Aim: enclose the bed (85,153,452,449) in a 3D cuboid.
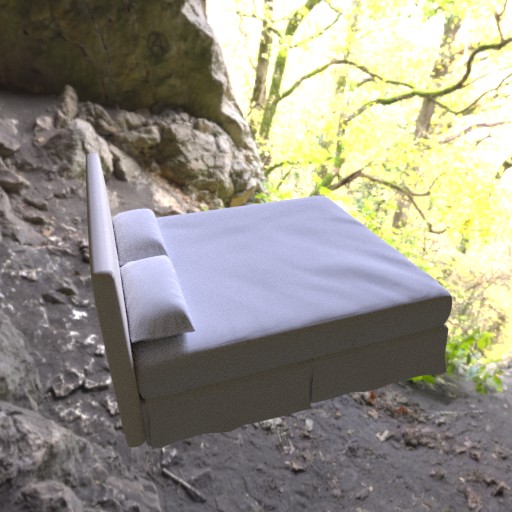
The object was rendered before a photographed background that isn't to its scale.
[{"bbox_3d":[0.000,0.000,3.506,2.341,1.317,2.119,-10,31,-17],"label":"bed"}]
